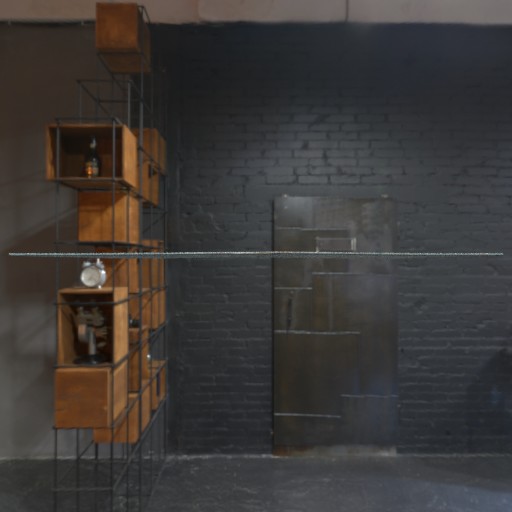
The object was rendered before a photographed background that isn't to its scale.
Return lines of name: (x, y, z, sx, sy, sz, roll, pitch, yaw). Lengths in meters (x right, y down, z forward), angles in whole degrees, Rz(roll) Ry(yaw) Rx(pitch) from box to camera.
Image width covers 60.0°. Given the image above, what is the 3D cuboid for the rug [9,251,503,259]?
rug: (0.000, 0.000, 2.821, 2.260, 0.026, 1.611, 0, -1, 1)
